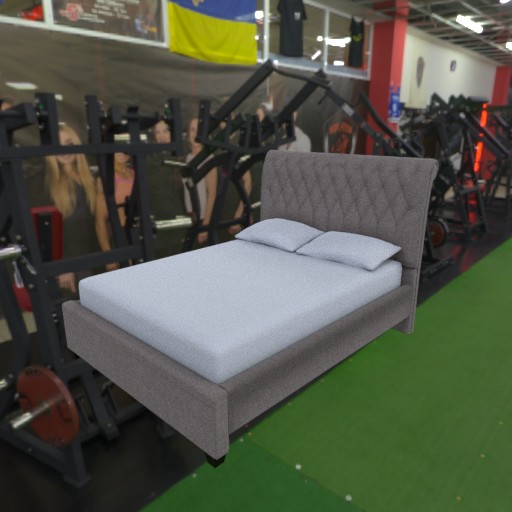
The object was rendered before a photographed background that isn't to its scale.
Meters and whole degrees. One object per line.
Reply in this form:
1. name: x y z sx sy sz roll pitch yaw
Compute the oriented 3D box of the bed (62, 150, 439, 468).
1. bed: 0.000 0.000 3.265 1.645 1.371 2.252 15 23 41
